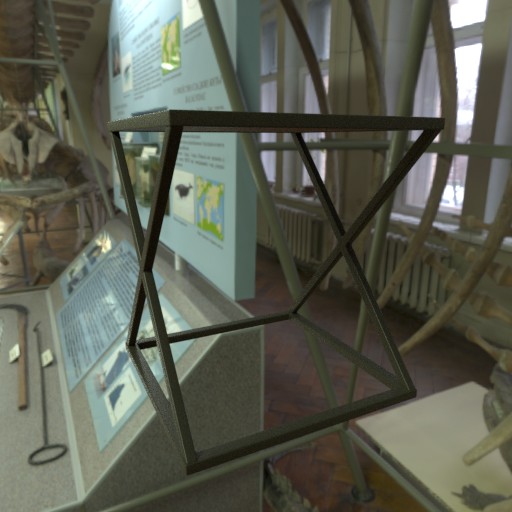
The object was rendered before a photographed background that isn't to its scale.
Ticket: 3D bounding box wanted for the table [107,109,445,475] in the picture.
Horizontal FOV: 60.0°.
[{"bbox_3d":[0.000,0.000,0.963,0.500,0.565,0.500,-7,16,-26],"label":"table"}]
